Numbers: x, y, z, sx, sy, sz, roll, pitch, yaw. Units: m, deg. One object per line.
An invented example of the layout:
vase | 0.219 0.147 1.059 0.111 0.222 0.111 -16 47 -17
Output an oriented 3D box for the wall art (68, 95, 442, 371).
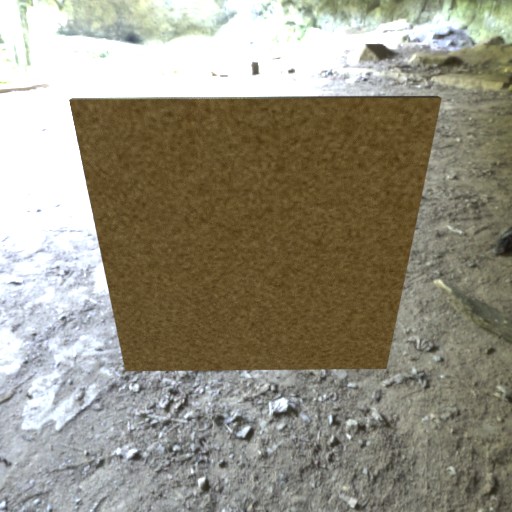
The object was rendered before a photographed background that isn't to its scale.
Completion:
wall art | 0.000 0.000 0.648 0.446 0.445 0.014 0 31 -1
